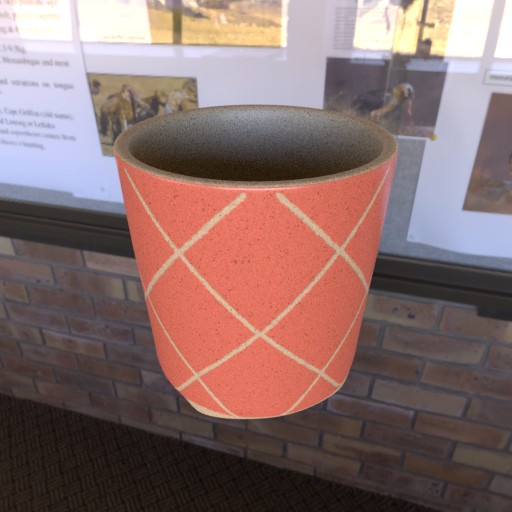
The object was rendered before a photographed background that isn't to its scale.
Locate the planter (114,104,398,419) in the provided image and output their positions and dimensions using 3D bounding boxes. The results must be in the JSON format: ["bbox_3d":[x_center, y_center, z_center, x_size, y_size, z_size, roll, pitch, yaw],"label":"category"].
[{"bbox_3d":[0.000,0.000,0.426,0.227,0.235,0.227,0,31,0],"label":"planter"}]
